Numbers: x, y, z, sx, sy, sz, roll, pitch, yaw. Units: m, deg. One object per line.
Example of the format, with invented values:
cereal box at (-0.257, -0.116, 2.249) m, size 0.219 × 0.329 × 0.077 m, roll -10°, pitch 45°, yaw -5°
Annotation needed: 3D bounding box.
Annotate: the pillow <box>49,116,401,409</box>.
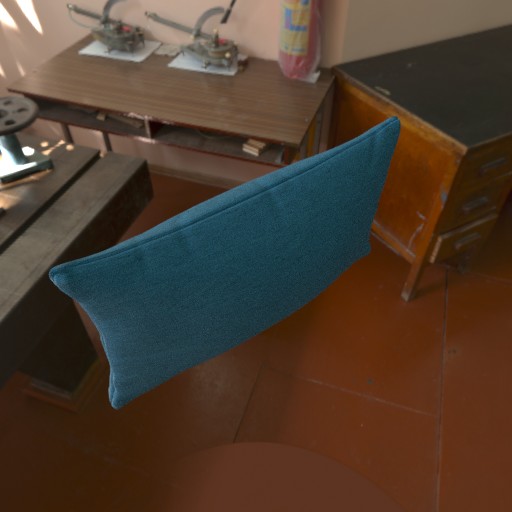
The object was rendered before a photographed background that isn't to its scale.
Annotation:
pillow at (0.000, 0.000, 0.780) m, size 0.633 × 0.338 × 0.210 m, roll -28°, pitch 52°, yaw -25°
